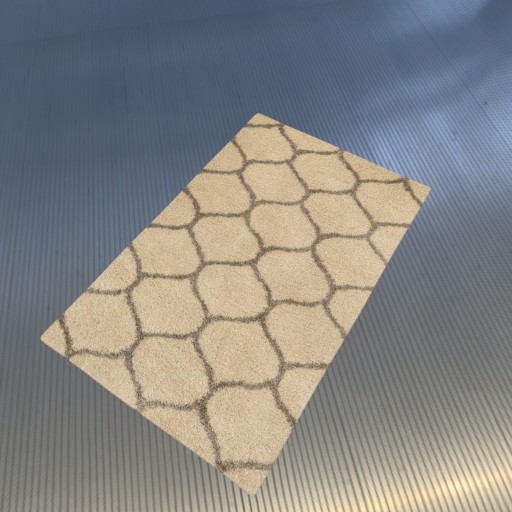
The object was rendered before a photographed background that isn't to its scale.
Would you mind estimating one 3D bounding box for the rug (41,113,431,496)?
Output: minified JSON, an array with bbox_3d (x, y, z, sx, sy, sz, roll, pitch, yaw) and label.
[{"bbox_3d":[0.000,0.000,2.899,1.501,0.024,2.348,29,62,17],"label":"rug"}]
